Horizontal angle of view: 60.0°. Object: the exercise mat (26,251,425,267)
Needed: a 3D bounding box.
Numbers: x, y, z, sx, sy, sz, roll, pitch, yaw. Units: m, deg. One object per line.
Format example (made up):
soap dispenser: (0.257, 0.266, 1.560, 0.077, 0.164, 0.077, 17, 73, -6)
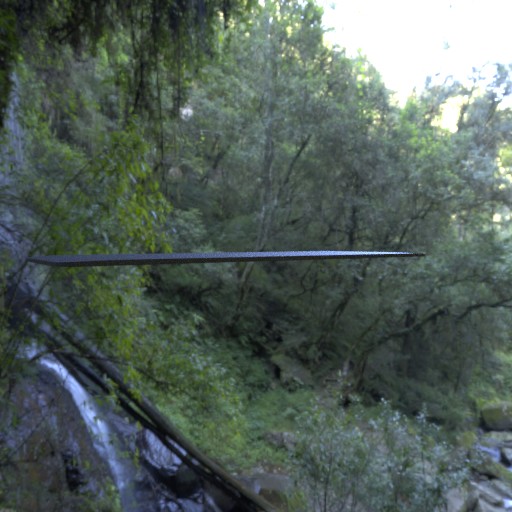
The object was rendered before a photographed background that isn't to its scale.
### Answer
exercise mat: (0.000, 0.000, 2.100, 1.884, 0.021, 0.616, -1, 2, -35)
